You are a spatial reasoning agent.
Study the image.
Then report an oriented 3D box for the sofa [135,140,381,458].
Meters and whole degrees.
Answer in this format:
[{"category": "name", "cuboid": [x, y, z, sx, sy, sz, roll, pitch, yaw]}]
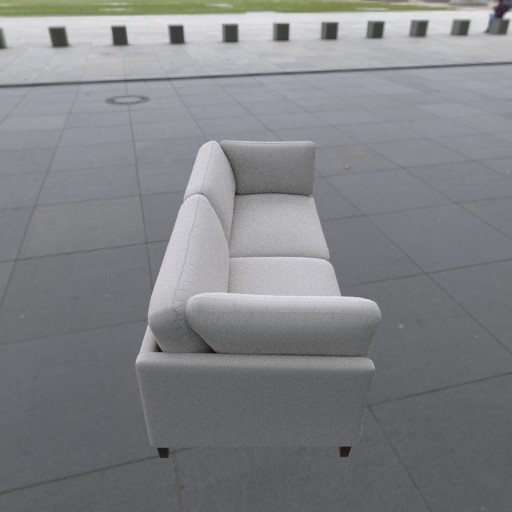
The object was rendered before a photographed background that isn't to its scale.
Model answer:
[{"category": "sofa", "cuboid": [0.000, 0.000, 2.755, 0.957, 0.863, 2.301, 0, 31, 0]}]
